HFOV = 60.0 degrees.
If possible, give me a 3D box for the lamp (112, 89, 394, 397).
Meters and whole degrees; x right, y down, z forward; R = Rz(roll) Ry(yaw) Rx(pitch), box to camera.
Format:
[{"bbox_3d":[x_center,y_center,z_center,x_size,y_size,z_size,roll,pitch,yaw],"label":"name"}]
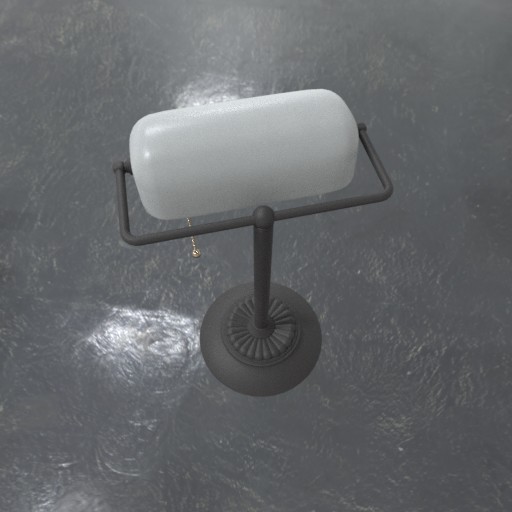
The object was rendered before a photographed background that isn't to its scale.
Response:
[{"bbox_3d":[0.000,0.000,0.524,0.264,0.339,0.243,-11,59,-7],"label":"lamp"}]
